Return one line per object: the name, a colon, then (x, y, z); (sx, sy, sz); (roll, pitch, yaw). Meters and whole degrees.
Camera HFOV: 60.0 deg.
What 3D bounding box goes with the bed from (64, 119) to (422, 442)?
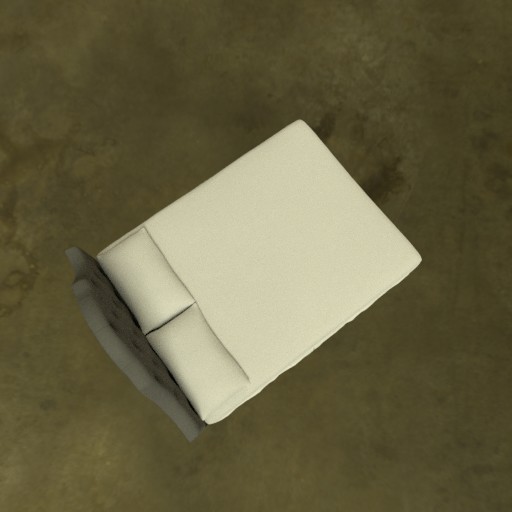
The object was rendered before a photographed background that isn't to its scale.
bed: (0.000, 0.000, 3.280); (2.155, 1.575, 1.636); (-36, 78, -9)
